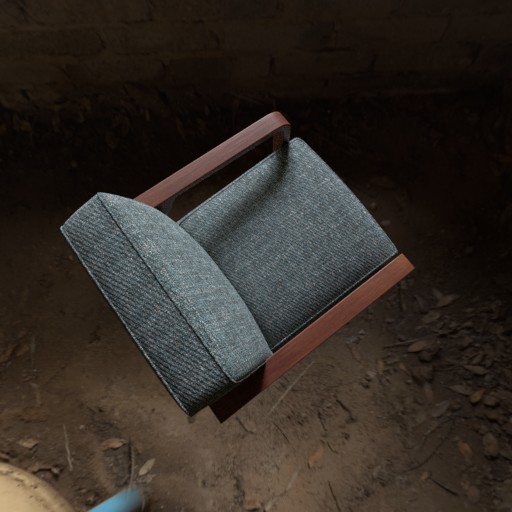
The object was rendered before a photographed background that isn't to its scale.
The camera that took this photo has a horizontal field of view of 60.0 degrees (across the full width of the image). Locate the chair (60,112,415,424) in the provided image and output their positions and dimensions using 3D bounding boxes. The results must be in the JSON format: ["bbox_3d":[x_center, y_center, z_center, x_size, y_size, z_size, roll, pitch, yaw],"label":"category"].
[{"bbox_3d":[0.000,0.000,1.520,0.889,0.864,0.719,-36,79,-9],"label":"chair"}]
